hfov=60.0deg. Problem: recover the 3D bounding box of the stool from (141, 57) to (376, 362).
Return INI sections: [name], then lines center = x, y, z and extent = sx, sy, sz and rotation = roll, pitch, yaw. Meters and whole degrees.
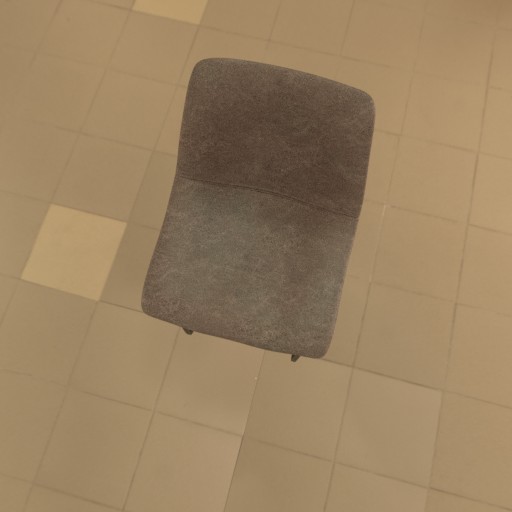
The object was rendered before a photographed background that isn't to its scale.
[stool]
center = 0.000, 0.000, 1.381
extent = 0.514, 1.082, 0.561
rotation = 14, 75, 4
